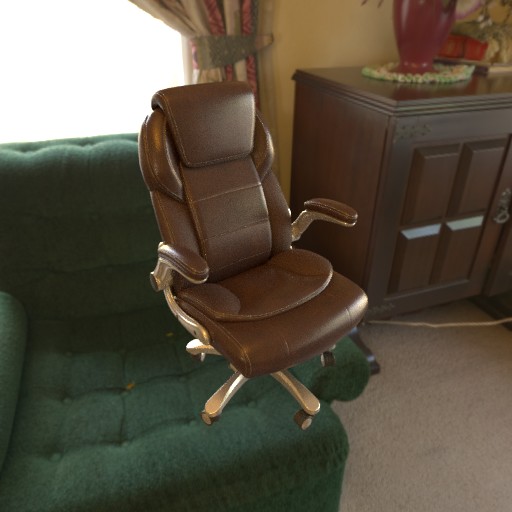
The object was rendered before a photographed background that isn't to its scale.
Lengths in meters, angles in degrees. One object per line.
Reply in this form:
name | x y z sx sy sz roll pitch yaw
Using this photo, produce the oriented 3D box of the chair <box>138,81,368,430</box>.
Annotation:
chair | 0.000 0.000 1.679 0.733 1.160 0.774 -20 35 -32
